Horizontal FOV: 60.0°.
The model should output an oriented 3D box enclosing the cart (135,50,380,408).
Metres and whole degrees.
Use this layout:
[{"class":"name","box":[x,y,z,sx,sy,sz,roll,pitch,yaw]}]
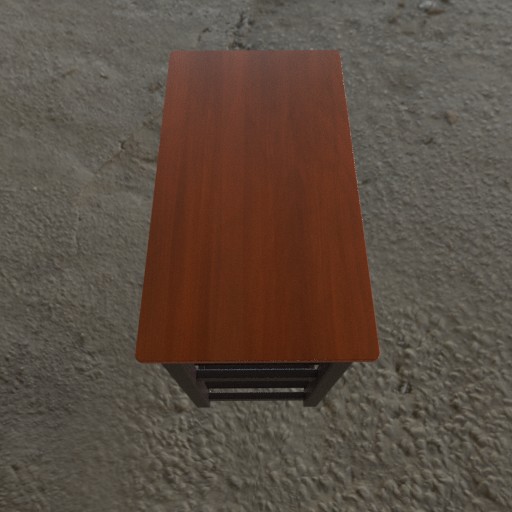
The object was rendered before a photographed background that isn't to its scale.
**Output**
[{"class":"cart","box":[0.000,0.000,1.435,0.457,0.927,0.899,0,63,0]}]
